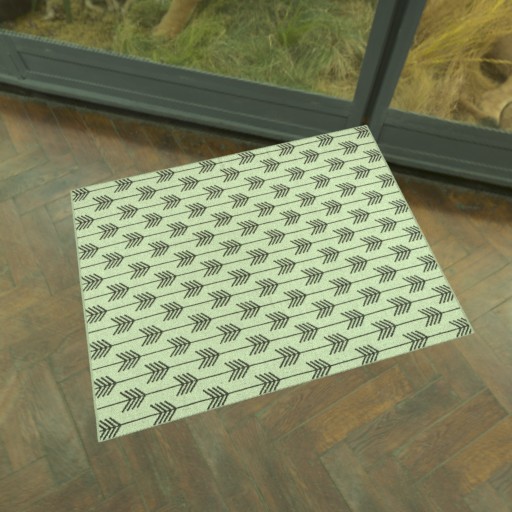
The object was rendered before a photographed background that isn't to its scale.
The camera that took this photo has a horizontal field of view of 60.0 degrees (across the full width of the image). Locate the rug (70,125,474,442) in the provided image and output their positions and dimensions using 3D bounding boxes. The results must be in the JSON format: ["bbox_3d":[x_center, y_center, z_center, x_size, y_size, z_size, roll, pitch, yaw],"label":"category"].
[{"bbox_3d":[0.000,0.000,3.940,3.061,0.010,2.330,-14,64,-7],"label":"rug"}]
